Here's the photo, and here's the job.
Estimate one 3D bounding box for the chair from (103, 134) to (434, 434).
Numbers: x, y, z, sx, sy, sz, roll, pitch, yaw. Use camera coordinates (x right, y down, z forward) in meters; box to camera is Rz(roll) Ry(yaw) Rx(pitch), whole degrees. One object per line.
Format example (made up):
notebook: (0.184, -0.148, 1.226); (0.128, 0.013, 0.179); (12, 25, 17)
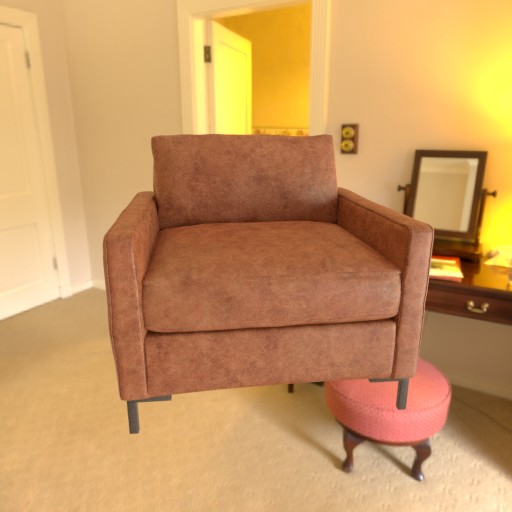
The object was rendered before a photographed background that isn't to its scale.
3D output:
chair: (0.000, 0.000, 1.660); (0.967, 0.869, 0.862); (-2, 17, -8)
